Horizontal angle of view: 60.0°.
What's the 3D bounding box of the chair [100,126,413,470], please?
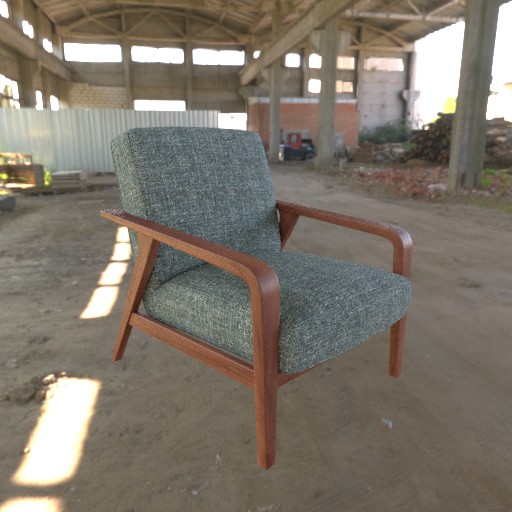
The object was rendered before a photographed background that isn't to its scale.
[{"bbox_3d":[0.000,0.000,1.519,0.719,0.864,0.889,-13,19,-43],"label":"chair"}]
